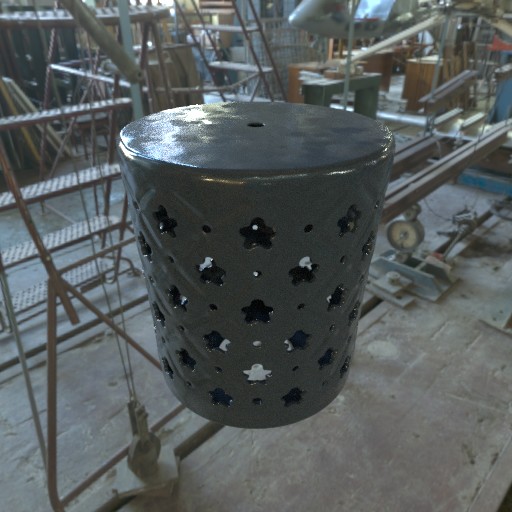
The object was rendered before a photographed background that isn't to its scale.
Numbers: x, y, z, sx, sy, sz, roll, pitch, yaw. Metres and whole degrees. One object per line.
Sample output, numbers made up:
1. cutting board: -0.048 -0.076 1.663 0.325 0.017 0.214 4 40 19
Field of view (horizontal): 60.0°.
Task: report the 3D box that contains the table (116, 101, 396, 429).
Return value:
1. table: 0.000 0.000 0.663 0.352 0.387 0.352 0 30 0
